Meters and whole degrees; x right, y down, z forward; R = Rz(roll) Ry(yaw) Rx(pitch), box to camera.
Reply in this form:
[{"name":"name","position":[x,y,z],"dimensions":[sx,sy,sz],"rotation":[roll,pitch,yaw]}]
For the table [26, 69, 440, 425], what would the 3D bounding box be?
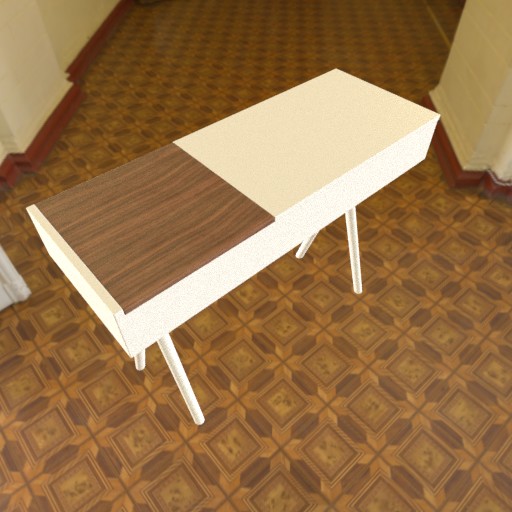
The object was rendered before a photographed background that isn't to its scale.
[{"name":"table","position":[0.000,0.000,1.443],"dimensions":[1.066,0.785,0.418],"rotation":[-33,55,-27]}]
